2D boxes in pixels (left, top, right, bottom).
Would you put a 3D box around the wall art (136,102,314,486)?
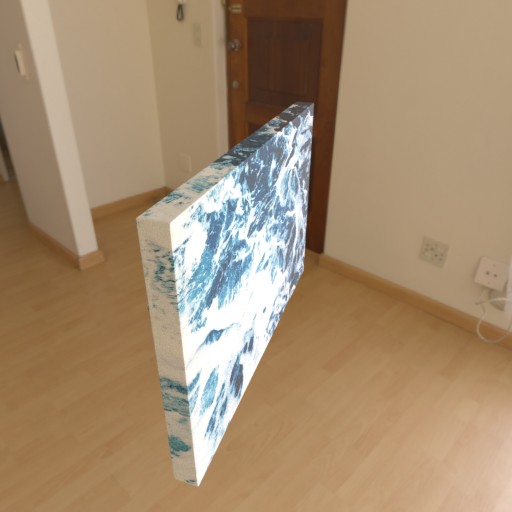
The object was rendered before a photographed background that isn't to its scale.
[{"bbox_3d":[0.000,0.000,0.770,0.043,0.407,0.609,10,31,17],"label":"wall art"}]
